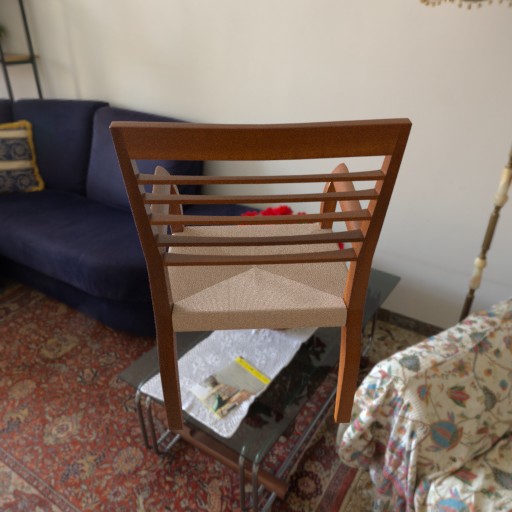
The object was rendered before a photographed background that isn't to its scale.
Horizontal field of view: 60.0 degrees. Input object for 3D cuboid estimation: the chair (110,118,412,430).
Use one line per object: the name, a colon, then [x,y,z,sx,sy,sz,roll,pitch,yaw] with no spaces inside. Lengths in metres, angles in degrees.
chair: [0.000,0.000,1.242,0.587,0.855,0.540,-1,30,-3]
